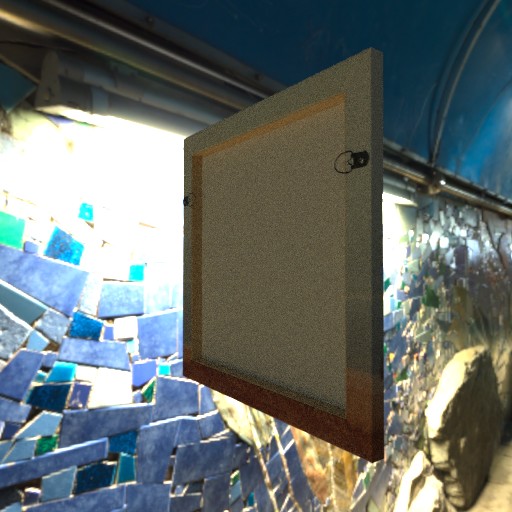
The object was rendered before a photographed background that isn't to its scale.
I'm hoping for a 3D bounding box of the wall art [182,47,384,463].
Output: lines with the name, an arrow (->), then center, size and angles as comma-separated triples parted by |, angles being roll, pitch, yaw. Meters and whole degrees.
wall art -> 0.000, 0.000, 0.895 | 0.034, 0.605, 0.605 | 0, -1, -36
